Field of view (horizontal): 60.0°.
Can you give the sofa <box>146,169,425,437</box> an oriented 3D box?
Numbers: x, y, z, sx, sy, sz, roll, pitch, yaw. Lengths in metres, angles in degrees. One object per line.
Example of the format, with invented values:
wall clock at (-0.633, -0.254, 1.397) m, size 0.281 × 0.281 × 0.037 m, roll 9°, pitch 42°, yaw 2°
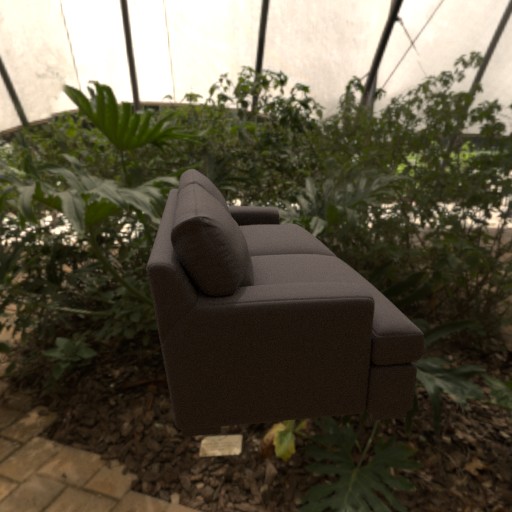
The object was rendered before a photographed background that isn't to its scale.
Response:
sofa at (0.000, 0.000, 2.819) m, size 1.140 × 0.950 × 2.271 m, roll -2°, pitch 16°, yaw -8°
